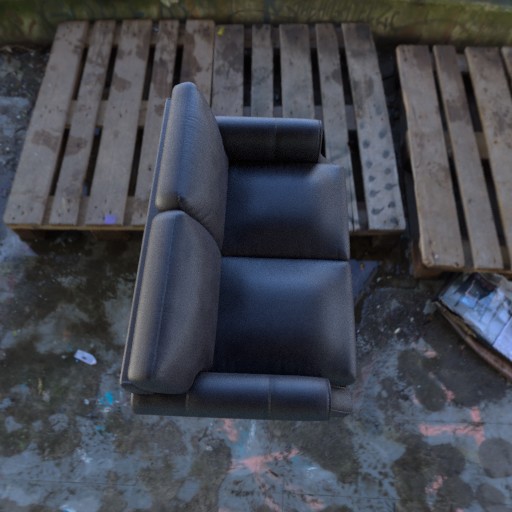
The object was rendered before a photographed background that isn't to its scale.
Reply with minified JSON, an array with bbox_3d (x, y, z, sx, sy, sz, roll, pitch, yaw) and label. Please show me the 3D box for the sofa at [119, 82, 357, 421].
[{"bbox_3d":[0.000,0.000,2.366,1.030,0.979,1.663,2,65,1],"label":"sofa"}]
